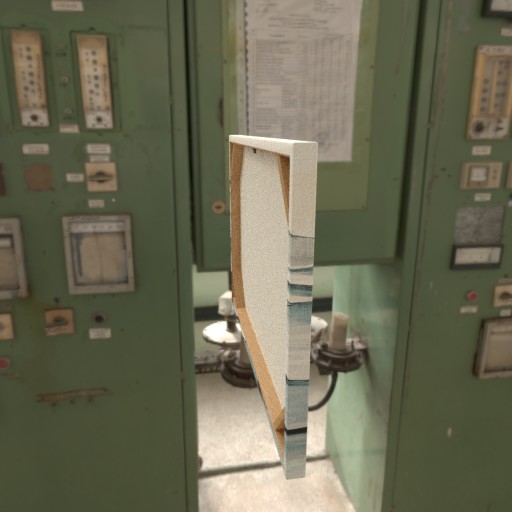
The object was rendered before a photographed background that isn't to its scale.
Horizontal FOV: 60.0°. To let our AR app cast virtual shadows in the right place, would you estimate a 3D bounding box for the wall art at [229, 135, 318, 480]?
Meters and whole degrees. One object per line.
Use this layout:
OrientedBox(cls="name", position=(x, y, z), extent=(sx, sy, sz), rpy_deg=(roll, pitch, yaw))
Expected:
OrientedBox(cls="wall art", position=(0.000, 0.000, 1.176), extent=(0.039, 0.609, 0.914), rpy_deg=(-3, 16, -9))
